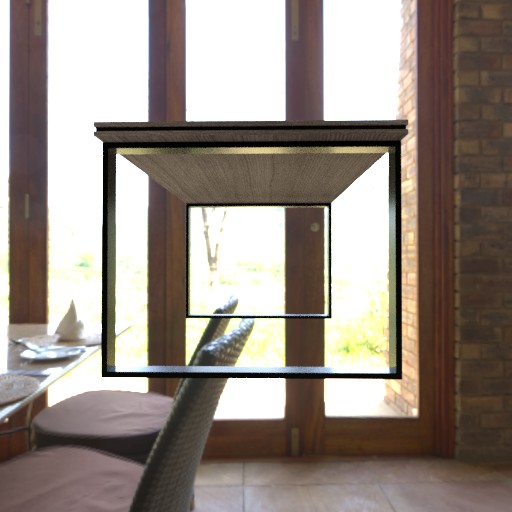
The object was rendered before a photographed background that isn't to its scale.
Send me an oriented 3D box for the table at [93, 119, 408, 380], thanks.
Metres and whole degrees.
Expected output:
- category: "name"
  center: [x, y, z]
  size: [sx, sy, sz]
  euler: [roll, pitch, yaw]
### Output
- category: "table"
  center: [0.000, 0.000, 2.023]
  size: [0.881, 0.736, 1.579]
  euler: [0, -1, 1]
